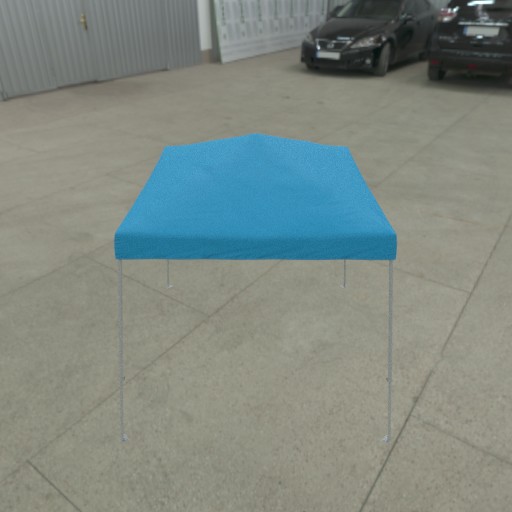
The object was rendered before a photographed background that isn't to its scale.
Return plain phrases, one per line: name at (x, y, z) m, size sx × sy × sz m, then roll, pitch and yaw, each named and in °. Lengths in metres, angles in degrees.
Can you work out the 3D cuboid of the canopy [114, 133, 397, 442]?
canopy at (0.000, 0.000, 6.493) m, size 3.599 × 3.600 × 3.600 m, roll 0°, pitch 31°, yaw 0°
